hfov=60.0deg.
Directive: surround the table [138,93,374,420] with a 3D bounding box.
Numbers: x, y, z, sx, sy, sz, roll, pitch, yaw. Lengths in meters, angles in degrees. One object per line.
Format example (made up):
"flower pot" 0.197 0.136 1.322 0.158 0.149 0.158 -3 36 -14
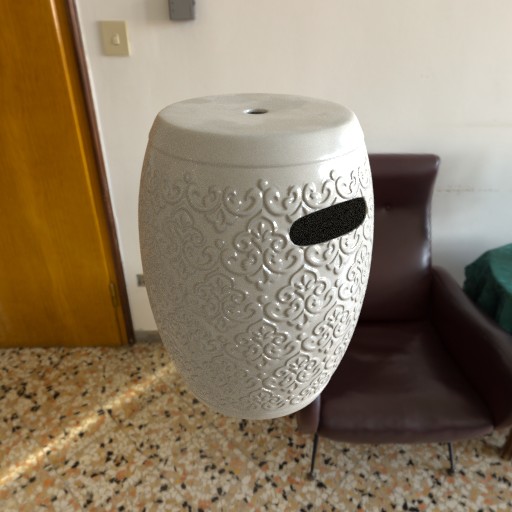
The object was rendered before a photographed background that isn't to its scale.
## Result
"table" 0.000 0.000 0.619 0.309 0.397 0.309 0 30 0
